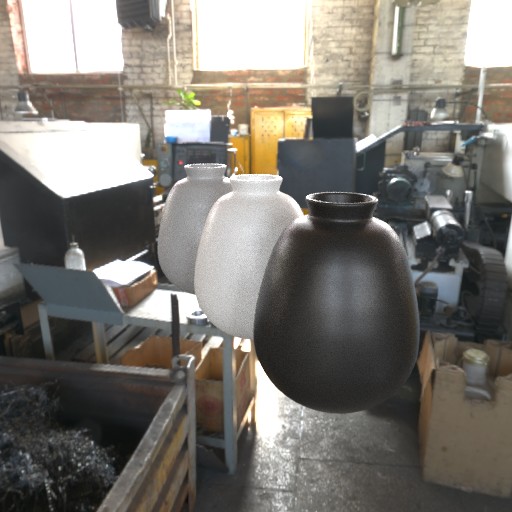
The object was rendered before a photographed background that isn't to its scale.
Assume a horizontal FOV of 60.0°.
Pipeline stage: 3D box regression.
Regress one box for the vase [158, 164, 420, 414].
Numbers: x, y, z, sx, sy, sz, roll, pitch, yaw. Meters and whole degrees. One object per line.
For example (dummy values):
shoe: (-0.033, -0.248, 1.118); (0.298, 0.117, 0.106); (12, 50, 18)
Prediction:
vase: (0.000, 0.000, 0.347); (0.097, 0.122, 0.297); (-9, 19, -27)
